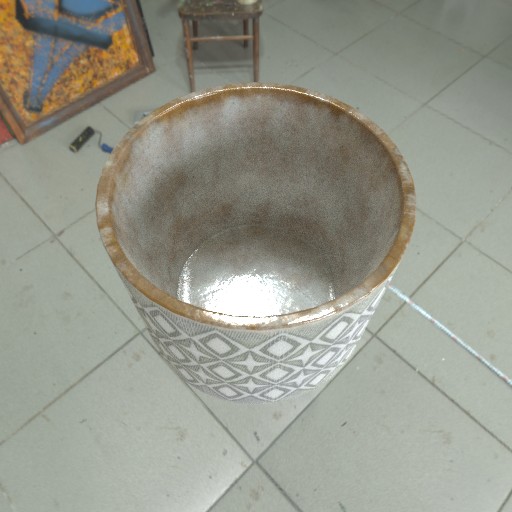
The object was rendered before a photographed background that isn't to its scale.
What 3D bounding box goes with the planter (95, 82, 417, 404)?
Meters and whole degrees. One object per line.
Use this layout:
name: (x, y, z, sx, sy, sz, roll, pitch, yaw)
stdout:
planter: (0.000, 0.000, 0.450, 0.255, 0.223, 0.255, 0, 58, 0)
